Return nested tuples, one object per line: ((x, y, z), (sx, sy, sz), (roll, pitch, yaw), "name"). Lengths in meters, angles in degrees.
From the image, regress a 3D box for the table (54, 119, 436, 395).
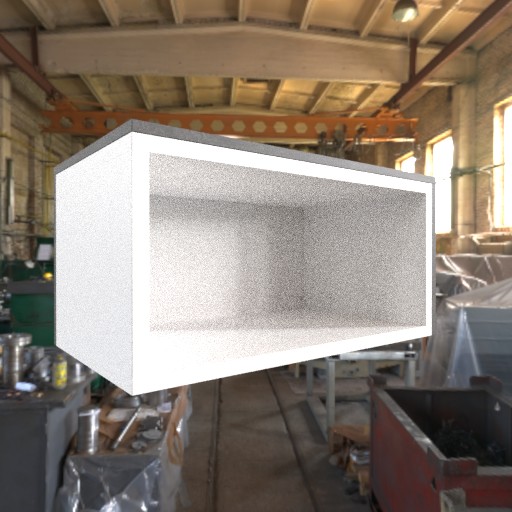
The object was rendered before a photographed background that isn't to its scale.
((0.000, 0.000, 0.930), (0.700, 0.350, 0.400), (0, 0, -37), "table")
